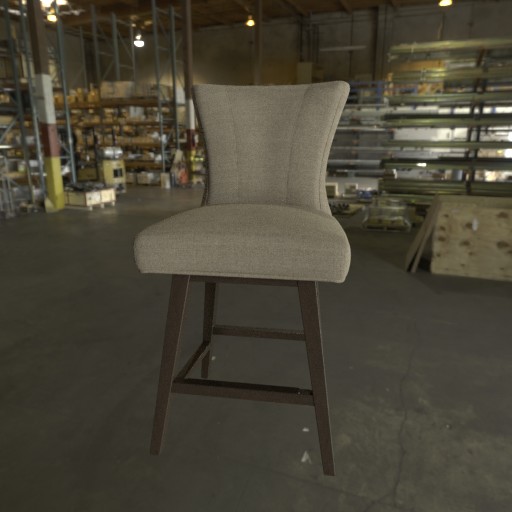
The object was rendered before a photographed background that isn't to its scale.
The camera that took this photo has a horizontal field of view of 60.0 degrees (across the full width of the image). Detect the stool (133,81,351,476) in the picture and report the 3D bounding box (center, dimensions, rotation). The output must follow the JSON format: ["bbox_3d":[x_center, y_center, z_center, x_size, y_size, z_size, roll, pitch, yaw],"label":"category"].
[{"bbox_3d":[0.000,0.000,1.294,0.514,1.000,0.574,2,15,9],"label":"stool"}]
